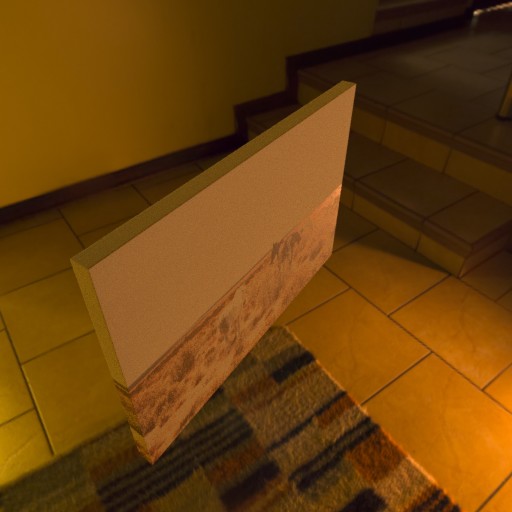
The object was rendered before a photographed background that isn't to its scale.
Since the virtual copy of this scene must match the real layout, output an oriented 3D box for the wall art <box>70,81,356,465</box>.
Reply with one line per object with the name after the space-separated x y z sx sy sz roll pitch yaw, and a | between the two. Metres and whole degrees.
0.000 0.000 1.403 0.051 0.761 1.138 24 46 25 | wall art
